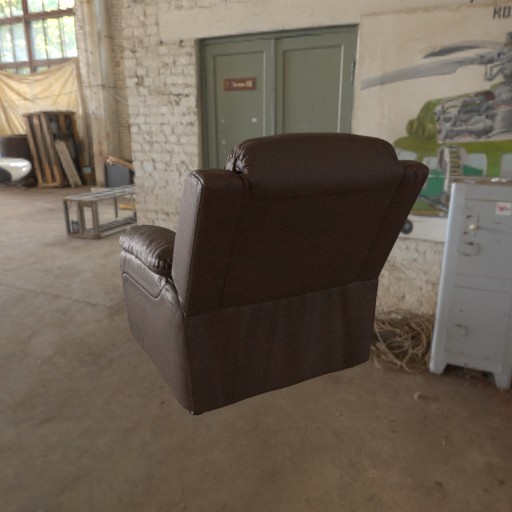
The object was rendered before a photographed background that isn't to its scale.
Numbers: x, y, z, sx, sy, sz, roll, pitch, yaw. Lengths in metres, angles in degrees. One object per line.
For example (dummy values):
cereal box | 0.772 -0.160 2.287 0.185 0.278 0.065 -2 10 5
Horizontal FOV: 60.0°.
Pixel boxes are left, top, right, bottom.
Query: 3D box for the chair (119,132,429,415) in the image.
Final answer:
chair | 0.000 0.000 1.297 0.680 0.702 0.707 -8 18 -27
